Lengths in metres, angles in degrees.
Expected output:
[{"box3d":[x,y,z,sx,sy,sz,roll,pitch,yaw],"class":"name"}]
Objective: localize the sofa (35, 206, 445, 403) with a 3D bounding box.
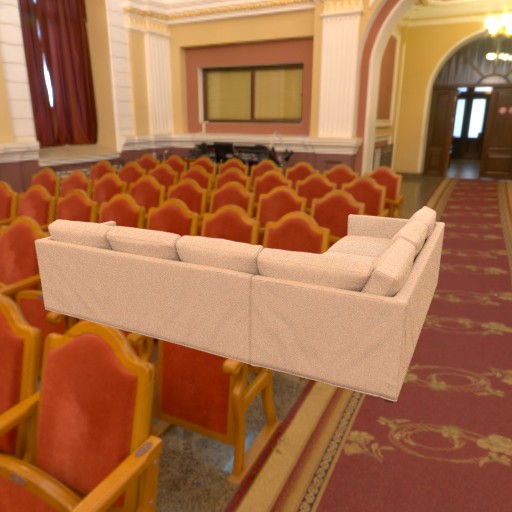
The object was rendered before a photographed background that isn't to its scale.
[{"box3d":[0.000,0.000,4.328,3.182,0.871,2.432,8,19,26],"class":"sofa"}]
